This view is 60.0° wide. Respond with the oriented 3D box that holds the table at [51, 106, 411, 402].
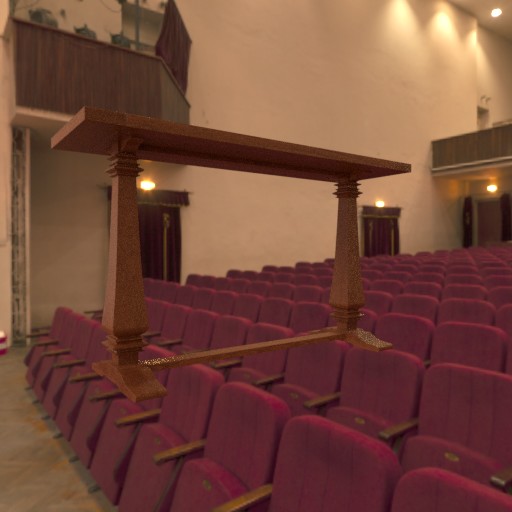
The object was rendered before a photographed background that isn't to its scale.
[{"bbox_3d":[0.000,0.000,1.839,1.478,0.852,0.461,-1,1,-36],"label":"table"}]
